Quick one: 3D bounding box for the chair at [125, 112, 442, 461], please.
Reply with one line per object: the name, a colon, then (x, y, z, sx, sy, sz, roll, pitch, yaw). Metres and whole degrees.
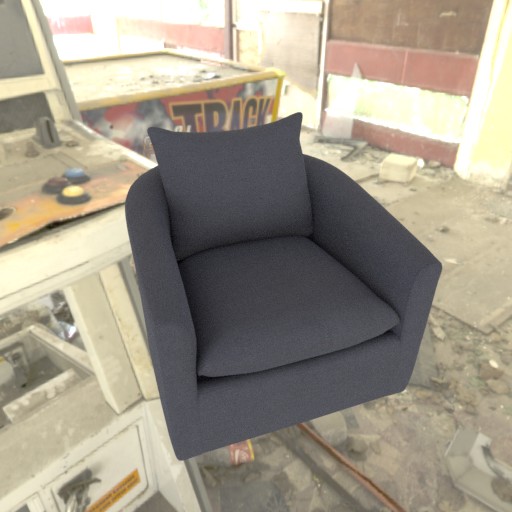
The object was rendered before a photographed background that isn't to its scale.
chair: (0.000, 0.000, 1.587, 0.845, 0.848, 0.910, -11, 33, -17)
